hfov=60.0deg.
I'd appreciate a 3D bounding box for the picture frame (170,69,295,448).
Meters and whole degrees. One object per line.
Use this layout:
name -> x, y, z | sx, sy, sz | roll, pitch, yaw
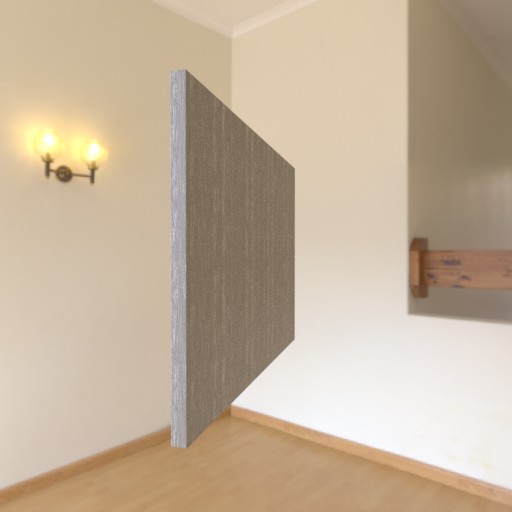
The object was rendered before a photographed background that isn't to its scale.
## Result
picture frame -> 0.000, 0.000, 1.208 | 0.029, 0.640, 0.950 | 0, 1, 16
